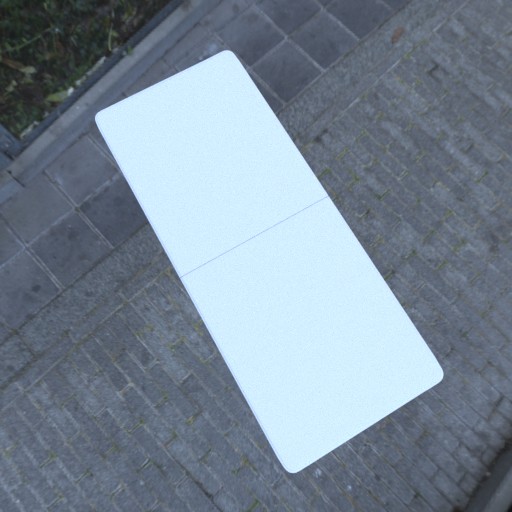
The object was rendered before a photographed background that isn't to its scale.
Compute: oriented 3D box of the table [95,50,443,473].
[{"bbox_3d":[0.000,0.000,2.308,0.761,0.719,1.829,-29,77,-7],"label":"table"}]
